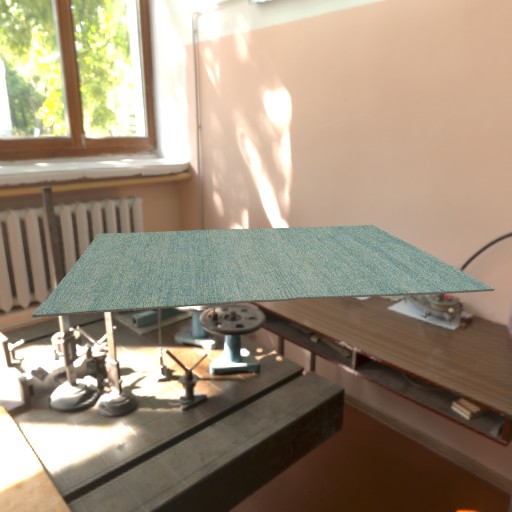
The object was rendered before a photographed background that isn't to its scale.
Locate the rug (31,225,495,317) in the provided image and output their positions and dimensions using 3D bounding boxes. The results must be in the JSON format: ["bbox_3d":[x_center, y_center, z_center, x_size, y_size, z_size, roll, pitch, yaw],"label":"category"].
[{"bbox_3d":[0.000,0.000,2.908,2.305,0.029,1.593,-2,16,-8],"label":"rug"}]
